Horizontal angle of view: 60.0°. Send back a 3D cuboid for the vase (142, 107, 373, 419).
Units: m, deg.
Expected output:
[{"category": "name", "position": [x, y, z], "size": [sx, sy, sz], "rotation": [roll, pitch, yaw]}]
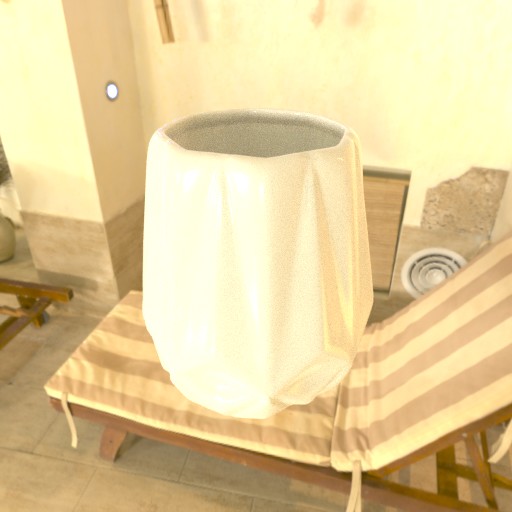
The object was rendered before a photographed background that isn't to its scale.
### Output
[{"category": "vase", "position": [0.000, 0.000, 0.264], "size": [0.141, 0.152, 0.141], "rotation": [0, 30, 0]}]
